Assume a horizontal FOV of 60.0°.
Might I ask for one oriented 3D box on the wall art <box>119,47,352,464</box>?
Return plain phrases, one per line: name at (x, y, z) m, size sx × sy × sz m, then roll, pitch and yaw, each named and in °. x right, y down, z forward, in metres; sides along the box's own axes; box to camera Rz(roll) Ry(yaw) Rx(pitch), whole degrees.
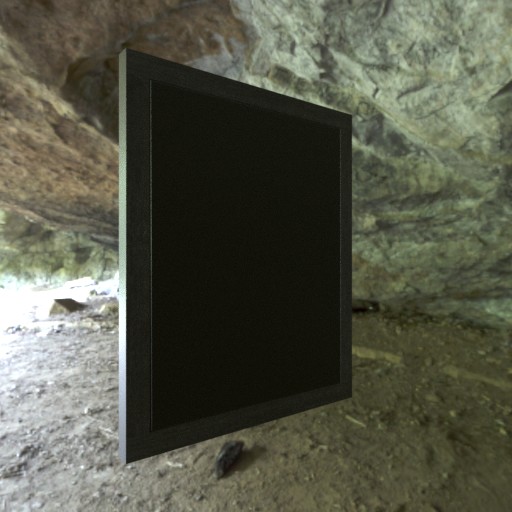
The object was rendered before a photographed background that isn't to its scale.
wall art at (0.000, 0.000, 0.774) m, size 0.479 × 0.580 × 0.027 m, roll 0°, pitch 0°, yaw -38°
